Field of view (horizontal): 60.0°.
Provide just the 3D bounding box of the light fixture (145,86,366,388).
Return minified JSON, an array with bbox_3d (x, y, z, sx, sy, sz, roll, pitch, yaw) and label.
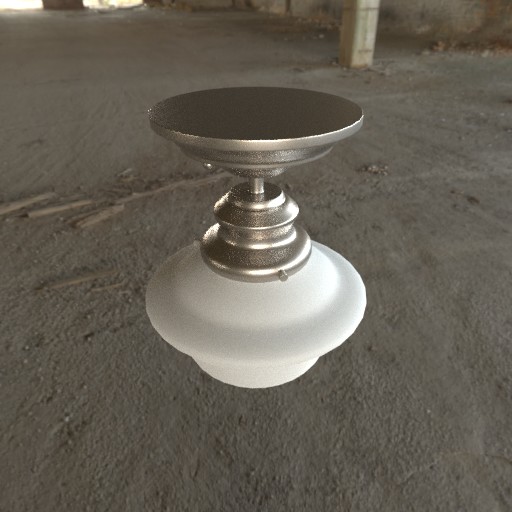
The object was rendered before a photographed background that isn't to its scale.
[{"bbox_3d":[0.000,0.000,0.389,0.199,0.254,0.199,0,32,0],"label":"light fixture"}]
